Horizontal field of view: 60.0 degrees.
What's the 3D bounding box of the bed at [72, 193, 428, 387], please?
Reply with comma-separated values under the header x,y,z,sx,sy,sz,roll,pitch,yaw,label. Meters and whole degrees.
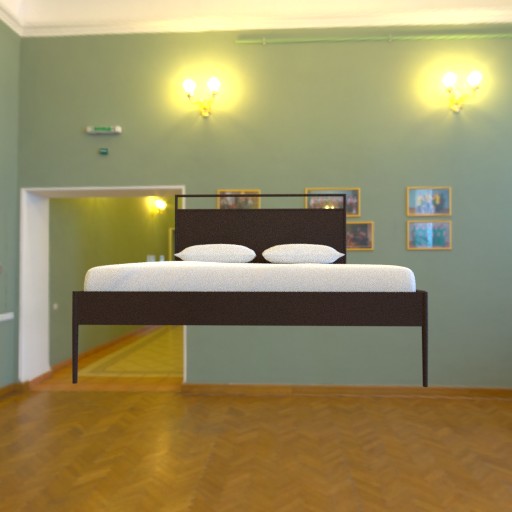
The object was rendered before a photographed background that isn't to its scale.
x,y,z,sx,sy,sz,roll,pitch,yaw,label
0.000,0.000,3.011,1.572,1.173,2.122,0,-1,2,bed
